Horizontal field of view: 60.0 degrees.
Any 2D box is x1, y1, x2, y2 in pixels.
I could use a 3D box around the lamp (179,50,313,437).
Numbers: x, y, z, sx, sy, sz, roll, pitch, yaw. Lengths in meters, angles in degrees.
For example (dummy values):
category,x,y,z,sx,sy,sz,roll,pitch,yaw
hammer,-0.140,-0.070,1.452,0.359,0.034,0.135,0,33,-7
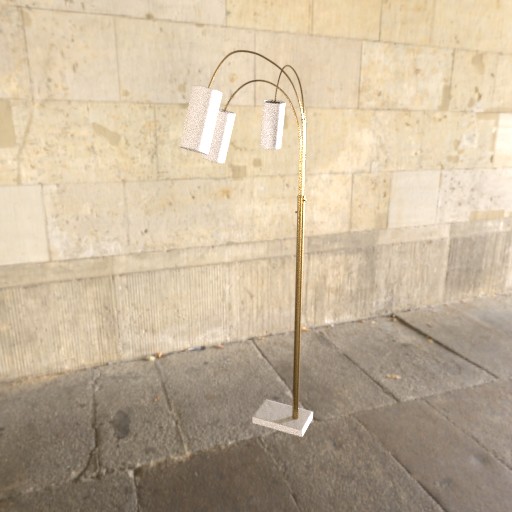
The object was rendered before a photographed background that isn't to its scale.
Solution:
category,x,y,z,sx,sy,sz,roll,pitch,yaw
lamp,0.000,0.000,2.502,0.667,2.055,1.020,7,17,24
